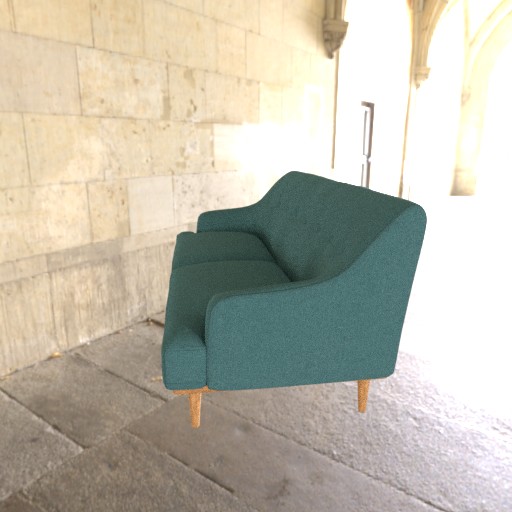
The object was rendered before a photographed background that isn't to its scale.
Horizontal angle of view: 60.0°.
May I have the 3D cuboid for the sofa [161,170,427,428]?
[{"bbox_3d":[0.000,0.000,2.560,0.978,0.871,2.057,-2,14,-8],"label":"sofa"}]
